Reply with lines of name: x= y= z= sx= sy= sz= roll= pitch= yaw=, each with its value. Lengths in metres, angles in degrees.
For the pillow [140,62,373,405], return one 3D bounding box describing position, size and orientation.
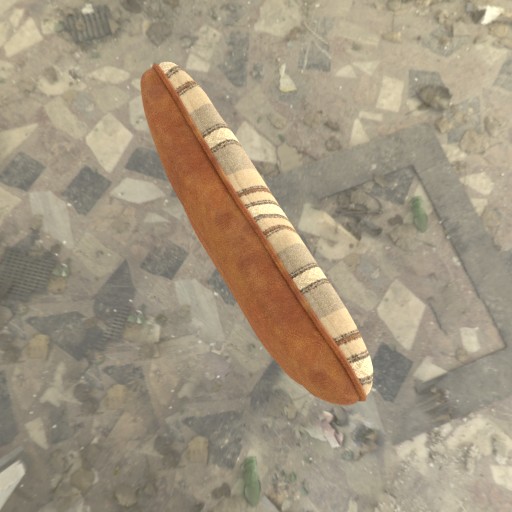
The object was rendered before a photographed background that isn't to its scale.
pillow: x=0.000 y=0.000 z=0.740 sx=0.130 sy=0.490 sz=0.489 roll=-31 pitch=79 yaw=-6
